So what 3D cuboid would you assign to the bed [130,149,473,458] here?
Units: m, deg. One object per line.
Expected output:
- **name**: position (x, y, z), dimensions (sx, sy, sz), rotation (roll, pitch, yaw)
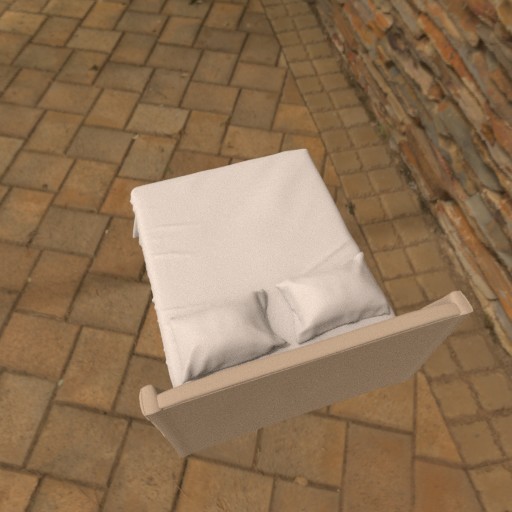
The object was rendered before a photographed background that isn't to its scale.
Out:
- **bed**: position (0.000, 0.000, 3.482), dimensions (1.925, 1.332, 2.276), rotation (-15, 59, -9)
